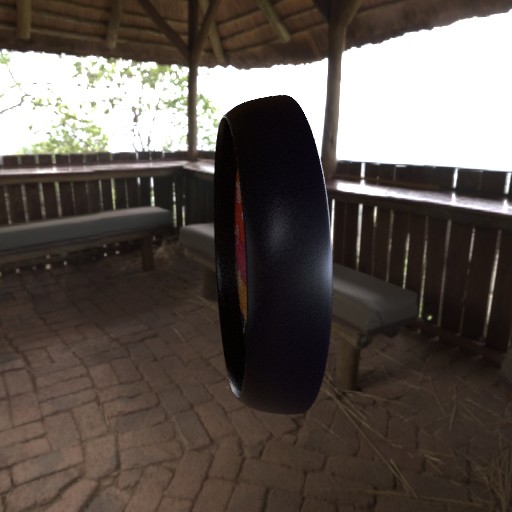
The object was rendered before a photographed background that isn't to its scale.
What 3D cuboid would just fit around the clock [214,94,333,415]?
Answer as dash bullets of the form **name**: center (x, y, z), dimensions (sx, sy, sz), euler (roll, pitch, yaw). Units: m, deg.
- **clock**: center (0.000, 0.000, 0.437), dimensions (0.060, 0.300, 0.300), euler (-3, 16, -10)
